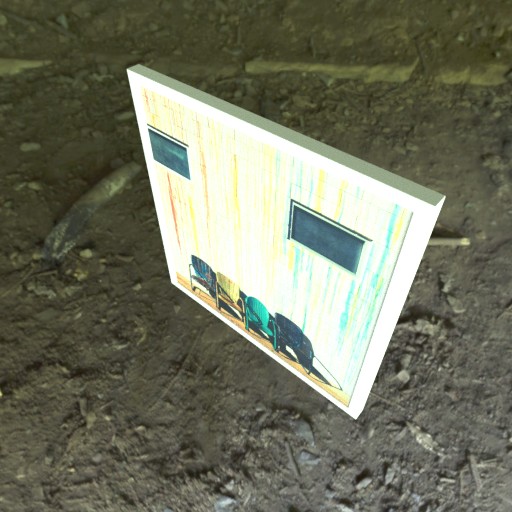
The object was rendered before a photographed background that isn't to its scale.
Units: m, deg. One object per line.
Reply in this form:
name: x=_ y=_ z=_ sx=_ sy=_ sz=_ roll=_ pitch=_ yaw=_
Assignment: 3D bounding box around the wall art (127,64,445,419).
wall art: x=0.000 y=0.000 z=1.136 sx=0.760 sy=0.760 sz=0.036 roll=32 pitch=54 yaw=27
